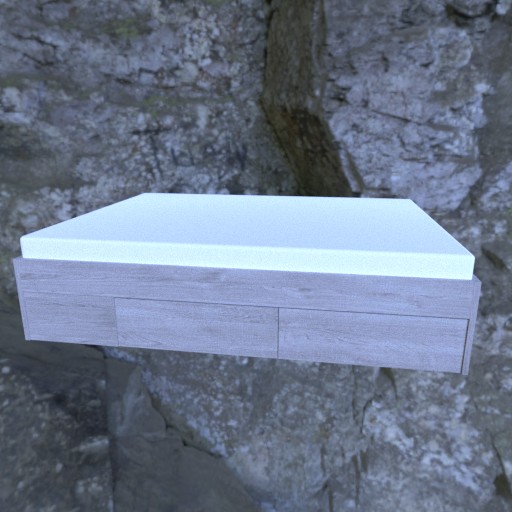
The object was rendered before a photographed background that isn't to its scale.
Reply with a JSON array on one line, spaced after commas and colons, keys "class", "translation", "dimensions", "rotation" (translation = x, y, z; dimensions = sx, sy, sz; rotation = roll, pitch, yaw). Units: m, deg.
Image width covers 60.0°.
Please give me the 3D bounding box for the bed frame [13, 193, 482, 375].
[{"class": "bed frame", "translation": [0.000, 0.000, 2.537], "dimensions": [1.944, 0.490, 1.448], "rotation": [3, 16, 9]}]
